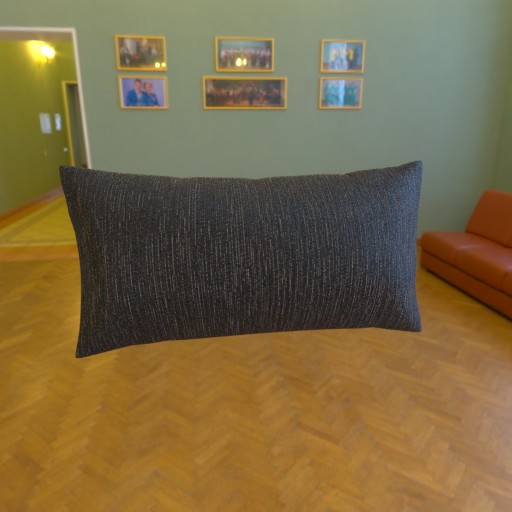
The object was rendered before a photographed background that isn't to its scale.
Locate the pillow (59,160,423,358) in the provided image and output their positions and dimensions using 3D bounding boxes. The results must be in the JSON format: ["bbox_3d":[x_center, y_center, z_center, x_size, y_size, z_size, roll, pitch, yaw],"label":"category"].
[{"bbox_3d":[0.000,0.000,0.749,0.608,0.305,0.156,-3,17,-9],"label":"pillow"}]
